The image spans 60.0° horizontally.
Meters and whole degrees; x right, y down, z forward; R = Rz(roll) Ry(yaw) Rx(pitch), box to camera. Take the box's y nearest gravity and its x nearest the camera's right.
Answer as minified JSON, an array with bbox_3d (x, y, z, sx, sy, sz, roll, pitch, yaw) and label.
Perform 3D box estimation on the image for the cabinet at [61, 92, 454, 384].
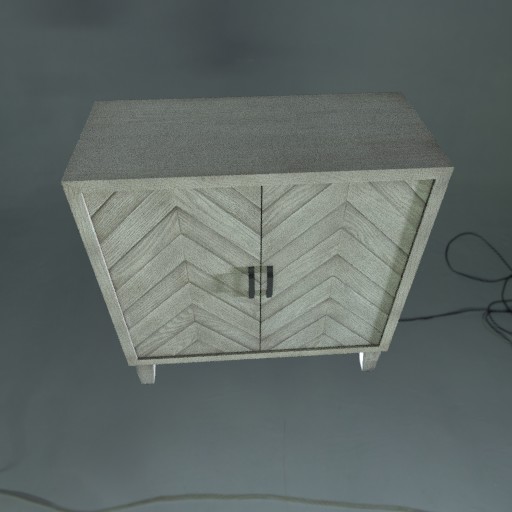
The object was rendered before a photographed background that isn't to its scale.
[{"bbox_3d":[0.000,0.000,1.276,0.781,0.787,0.370,-3,44,-3],"label":"cabinet"}]
